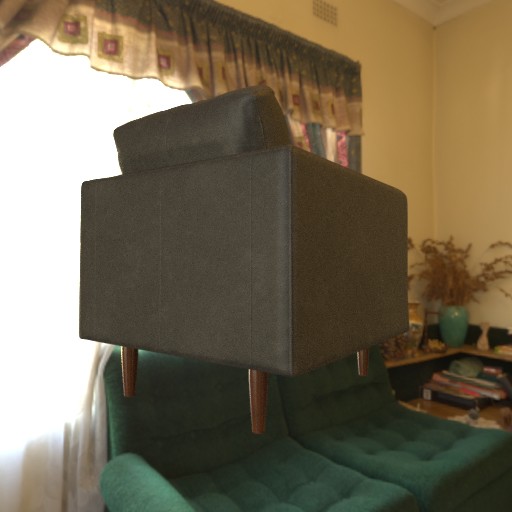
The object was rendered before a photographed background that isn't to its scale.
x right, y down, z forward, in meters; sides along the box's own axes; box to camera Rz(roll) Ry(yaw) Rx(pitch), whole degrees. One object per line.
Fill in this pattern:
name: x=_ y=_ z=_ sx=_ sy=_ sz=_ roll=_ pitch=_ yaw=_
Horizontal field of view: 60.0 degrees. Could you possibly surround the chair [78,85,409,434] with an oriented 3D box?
chair: x=0.000 y=0.000 z=1.557 sx=0.831 sy=0.898 sz=0.879 roll=0 pitch=-1 yaw=36
